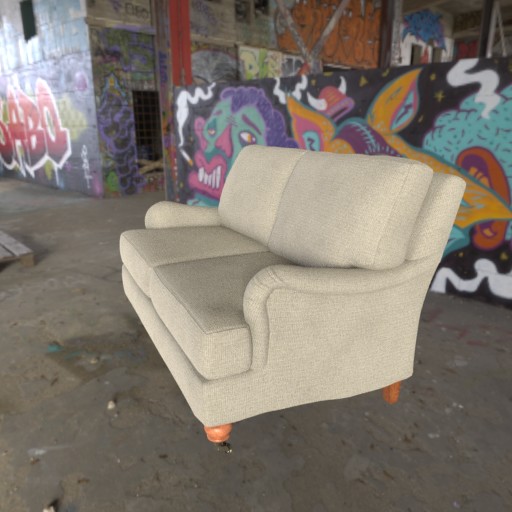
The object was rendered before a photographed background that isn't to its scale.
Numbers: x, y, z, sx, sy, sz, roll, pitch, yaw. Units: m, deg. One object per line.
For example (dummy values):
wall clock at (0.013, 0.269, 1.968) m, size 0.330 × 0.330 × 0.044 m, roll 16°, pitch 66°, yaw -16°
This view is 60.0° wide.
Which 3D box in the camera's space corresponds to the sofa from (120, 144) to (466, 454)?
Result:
sofa at (0.000, 0.000, 2.151) m, size 1.087 × 0.999 × 1.480 m, roll -8°, pitch 18°, yaw -25°
